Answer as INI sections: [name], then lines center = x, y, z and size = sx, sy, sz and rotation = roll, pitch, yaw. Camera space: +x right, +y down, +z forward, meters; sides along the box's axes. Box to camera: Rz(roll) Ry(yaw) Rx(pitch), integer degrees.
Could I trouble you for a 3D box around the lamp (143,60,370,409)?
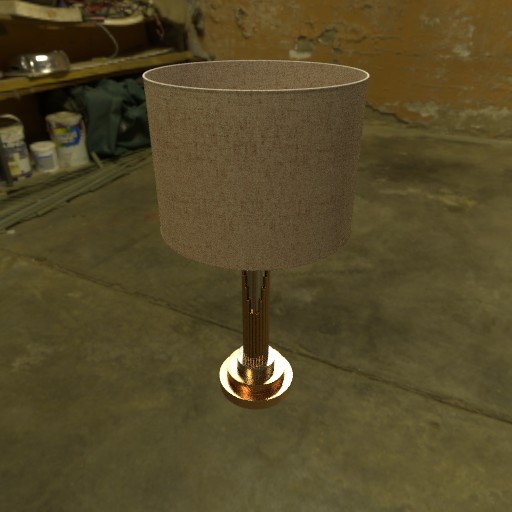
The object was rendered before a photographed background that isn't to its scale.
[lamp]
center = 0.000, 0.000, 0.791
size = 0.321, 0.610, 0.321
rotation = -8, 30, -14
